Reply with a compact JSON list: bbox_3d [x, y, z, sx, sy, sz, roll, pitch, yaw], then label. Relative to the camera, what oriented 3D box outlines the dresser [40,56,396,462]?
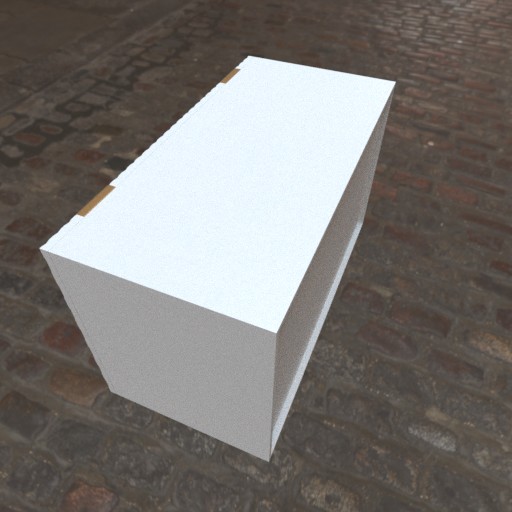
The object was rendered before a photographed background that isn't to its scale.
[{"bbox_3d":[0.000,0.000,1.267,0.457,0.721,0.905,17,49,16],"label":"dresser"}]
